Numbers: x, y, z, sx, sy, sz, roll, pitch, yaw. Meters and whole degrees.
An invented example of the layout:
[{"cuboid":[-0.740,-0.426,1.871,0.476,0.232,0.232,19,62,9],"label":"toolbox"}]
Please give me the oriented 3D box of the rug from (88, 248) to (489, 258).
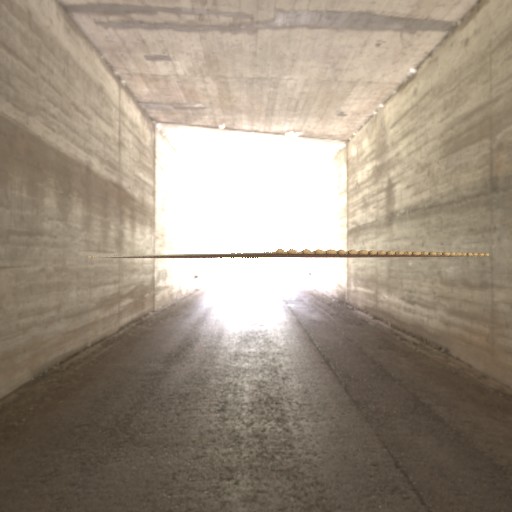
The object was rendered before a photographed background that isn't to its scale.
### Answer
[{"cuboid":[0.000,0.000,3.022,1.556,0.022,2.433,1,-1,-36],"label":"rug"}]
